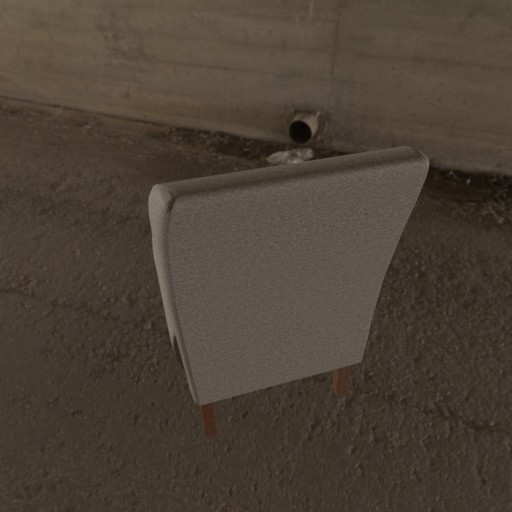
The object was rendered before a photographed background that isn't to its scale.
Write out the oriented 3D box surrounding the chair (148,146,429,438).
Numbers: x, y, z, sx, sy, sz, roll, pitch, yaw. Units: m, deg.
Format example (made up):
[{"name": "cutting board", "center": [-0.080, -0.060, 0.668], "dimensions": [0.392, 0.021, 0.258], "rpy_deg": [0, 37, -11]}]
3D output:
[{"name": "chair", "center": [0.000, 0.000, 1.154], "dimensions": [0.513, 0.804, 0.592], "rpy_deg": [-12, 43, -14]}]
